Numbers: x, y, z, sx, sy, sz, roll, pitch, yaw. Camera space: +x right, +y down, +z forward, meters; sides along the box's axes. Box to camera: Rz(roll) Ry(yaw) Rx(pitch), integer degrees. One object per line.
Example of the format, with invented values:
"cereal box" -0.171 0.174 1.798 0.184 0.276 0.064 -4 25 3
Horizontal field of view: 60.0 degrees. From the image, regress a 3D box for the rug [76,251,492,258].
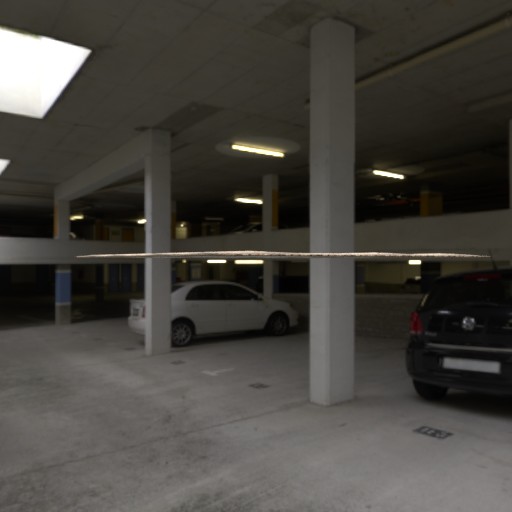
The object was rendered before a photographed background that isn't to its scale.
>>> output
"rug" 0.000 0.000 4.035 2.426 0.034 3.061 0 -1 -36
